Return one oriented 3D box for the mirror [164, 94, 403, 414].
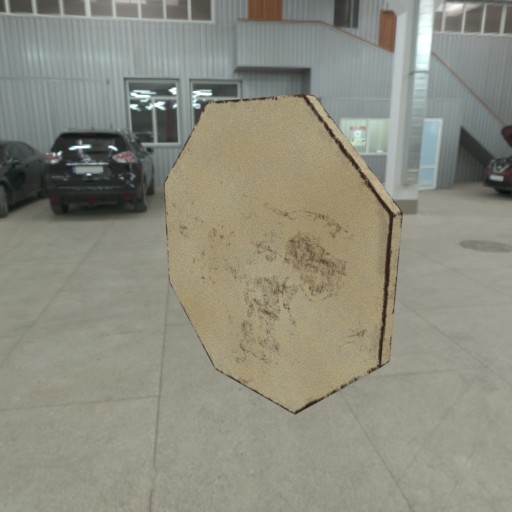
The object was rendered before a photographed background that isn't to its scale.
[{"bbox_3d":[0.000,0.000,0.965,0.031,0.648,0.648,-15,21,-43],"label":"mirror"}]
